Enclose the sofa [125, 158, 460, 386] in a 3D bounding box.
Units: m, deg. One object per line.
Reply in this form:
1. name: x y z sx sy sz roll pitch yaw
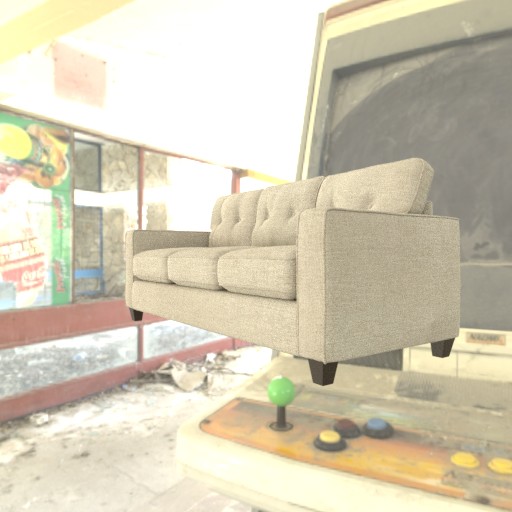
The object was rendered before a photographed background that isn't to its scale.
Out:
1. sofa: 0.000 0.000 2.718 0.939 0.965 2.133 0 1 -36
